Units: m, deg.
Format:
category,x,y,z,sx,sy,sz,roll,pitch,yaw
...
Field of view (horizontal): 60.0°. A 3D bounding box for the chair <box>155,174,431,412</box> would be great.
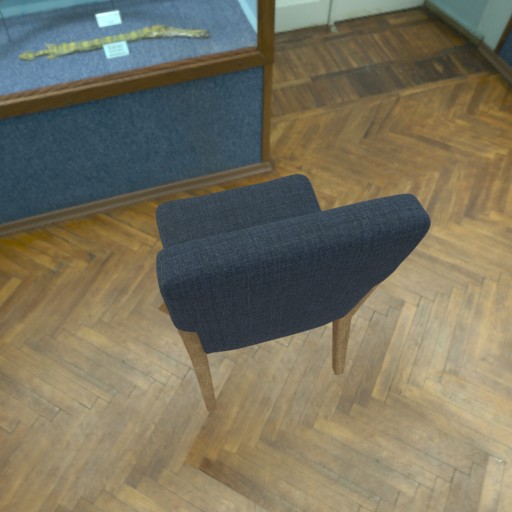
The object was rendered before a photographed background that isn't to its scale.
category,x,y,z,sx,sy,sz,roll,pitch,yaw
chair,0.000,0.000,1.246,0.507,0.911,0.586,-13,59,-8
